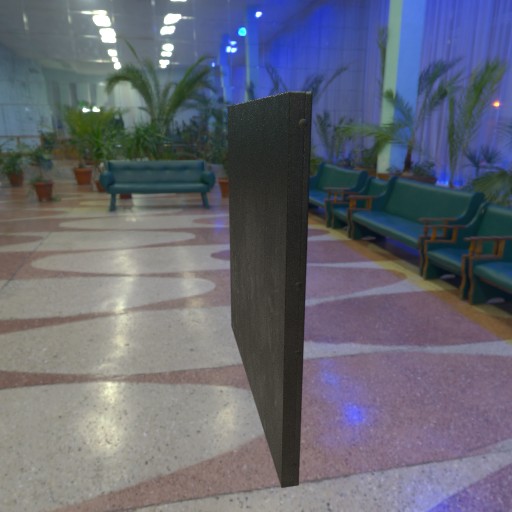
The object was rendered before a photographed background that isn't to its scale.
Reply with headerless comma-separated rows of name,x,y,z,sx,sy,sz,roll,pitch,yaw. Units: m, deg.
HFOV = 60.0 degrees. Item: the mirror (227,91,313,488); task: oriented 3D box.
mirror,0.000,0.000,0.578,0.020,0.381,0.382,-3,17,-10
